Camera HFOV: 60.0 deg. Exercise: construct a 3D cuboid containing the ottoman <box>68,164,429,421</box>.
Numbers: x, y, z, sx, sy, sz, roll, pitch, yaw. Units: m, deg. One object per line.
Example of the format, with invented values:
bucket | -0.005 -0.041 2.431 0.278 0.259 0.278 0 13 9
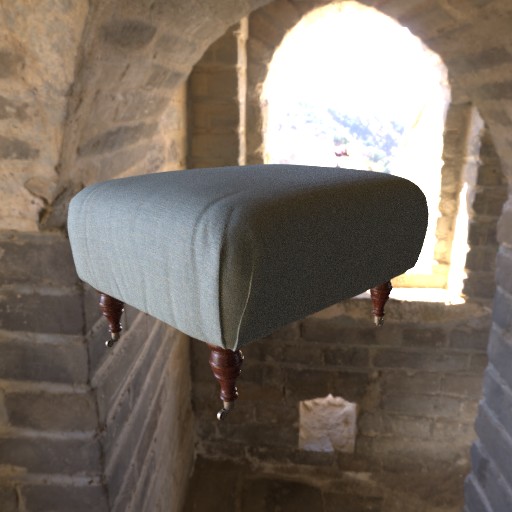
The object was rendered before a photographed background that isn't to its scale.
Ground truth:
ottoman | 0.000 0.000 1.140 0.622 0.450 0.747 14 21 42
